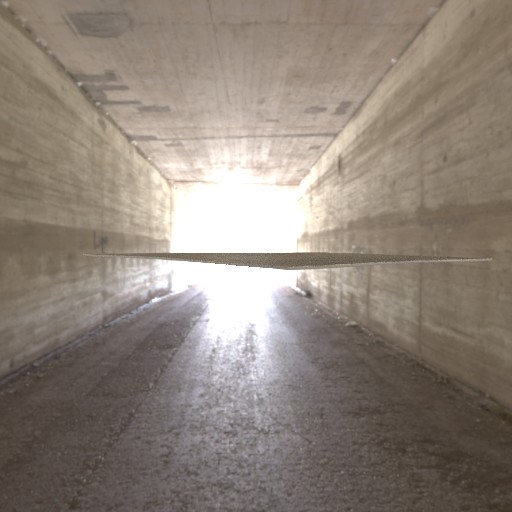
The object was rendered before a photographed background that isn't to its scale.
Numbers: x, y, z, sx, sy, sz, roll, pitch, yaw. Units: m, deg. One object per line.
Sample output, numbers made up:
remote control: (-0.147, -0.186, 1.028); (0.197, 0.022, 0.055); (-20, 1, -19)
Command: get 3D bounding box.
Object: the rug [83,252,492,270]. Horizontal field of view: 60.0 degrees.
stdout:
rug: (0.000, 0.000, 2.198); (1.149, 0.021, 1.773); (-1, 2, -38)
